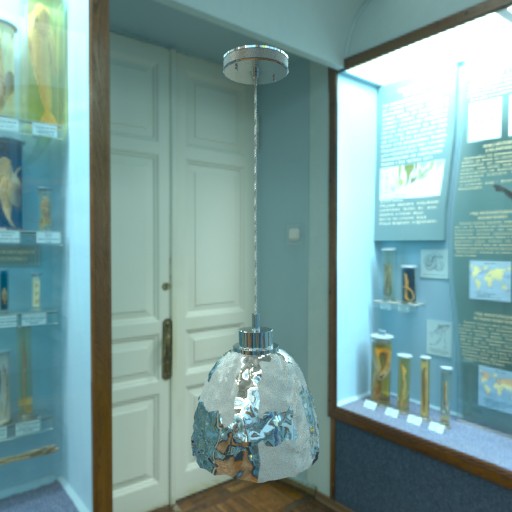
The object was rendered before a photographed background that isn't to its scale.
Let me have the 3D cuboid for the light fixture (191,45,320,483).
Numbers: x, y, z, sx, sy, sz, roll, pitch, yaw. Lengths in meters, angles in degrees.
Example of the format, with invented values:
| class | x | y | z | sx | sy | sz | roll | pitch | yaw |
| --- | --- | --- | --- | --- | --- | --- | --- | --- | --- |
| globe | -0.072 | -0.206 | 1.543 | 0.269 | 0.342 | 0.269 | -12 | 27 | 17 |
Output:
| class | x | y | z | sx | sy | sz | roll | pitch | yaw |
| --- | --- | --- | --- | --- | --- | --- | --- | --- | --- |
| light fixture | 0.000 | 0.000 | 1.717 | 0.496 | 1.511 | 0.500 | -1 | 1 | -36 |
